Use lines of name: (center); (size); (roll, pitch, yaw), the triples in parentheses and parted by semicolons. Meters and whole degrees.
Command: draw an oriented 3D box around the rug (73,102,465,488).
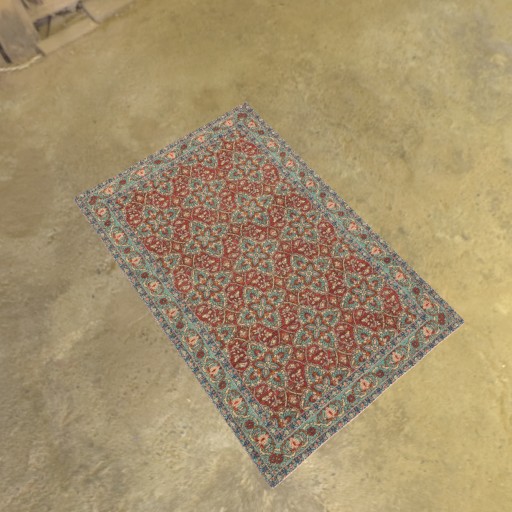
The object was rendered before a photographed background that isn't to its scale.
rug: (0.000, 0.000, 2.346); (1.219, 0.009, 1.829); (-34, 69, -15)
